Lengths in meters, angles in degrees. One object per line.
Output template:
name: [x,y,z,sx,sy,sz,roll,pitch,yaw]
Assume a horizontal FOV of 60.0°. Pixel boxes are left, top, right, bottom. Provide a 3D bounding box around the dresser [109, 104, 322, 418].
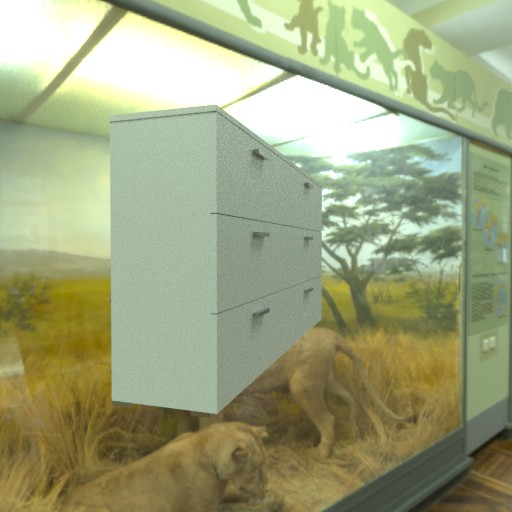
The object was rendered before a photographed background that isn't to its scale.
dresser: [0.000,0.000,1.885,0.333,0.790,1.535,0,1,18]
